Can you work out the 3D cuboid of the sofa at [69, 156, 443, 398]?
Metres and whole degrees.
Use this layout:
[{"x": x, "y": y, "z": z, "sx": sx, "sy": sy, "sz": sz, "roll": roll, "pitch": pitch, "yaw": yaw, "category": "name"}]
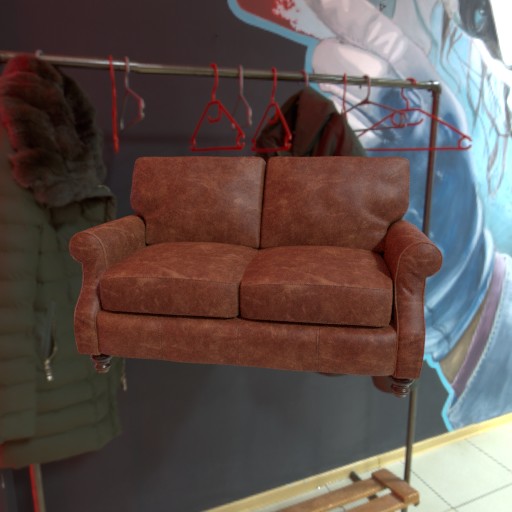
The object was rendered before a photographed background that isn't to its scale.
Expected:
[{"x": 0.000, "y": 0.000, "z": 2.208, "sx": 1.616, "sy": 0.967, "sz": 0.990, "roll": 2, "pitch": 13, "yaw": 9, "category": "sofa"}]
